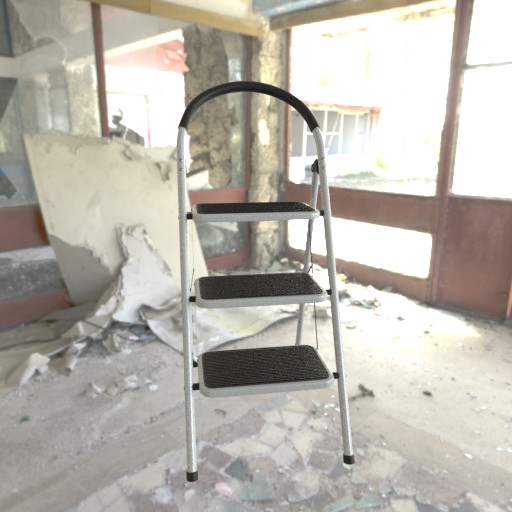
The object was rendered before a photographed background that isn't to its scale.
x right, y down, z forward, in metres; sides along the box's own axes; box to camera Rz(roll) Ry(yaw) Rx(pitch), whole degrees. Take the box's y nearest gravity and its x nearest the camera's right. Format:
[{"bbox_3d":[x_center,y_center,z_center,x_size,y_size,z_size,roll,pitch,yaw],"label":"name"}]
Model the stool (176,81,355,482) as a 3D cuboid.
[{"bbox_3d":[0.000,0.000,1.428,0.485,1.109,0.676,-2,15,-8],"label":"stool"}]
